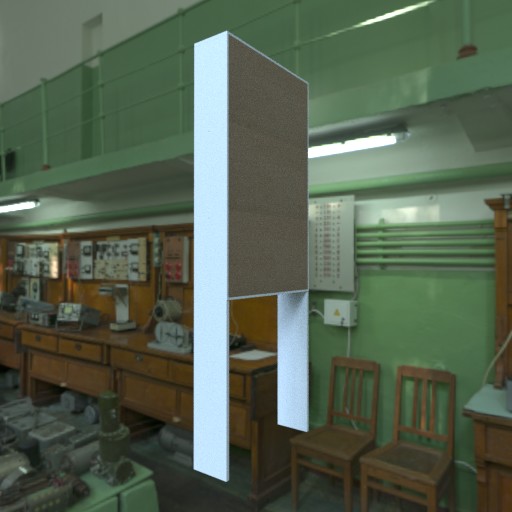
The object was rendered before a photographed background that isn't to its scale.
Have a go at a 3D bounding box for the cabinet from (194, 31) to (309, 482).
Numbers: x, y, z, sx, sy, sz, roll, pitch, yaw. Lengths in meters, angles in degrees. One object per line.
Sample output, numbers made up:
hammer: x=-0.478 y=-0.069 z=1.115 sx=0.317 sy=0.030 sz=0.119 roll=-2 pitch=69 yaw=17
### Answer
cabinet: x=0.000 y=0.000 z=2.053 sx=0.192 sy=1.770 sz=0.643 roll=0 pitch=-1 yaw=37
